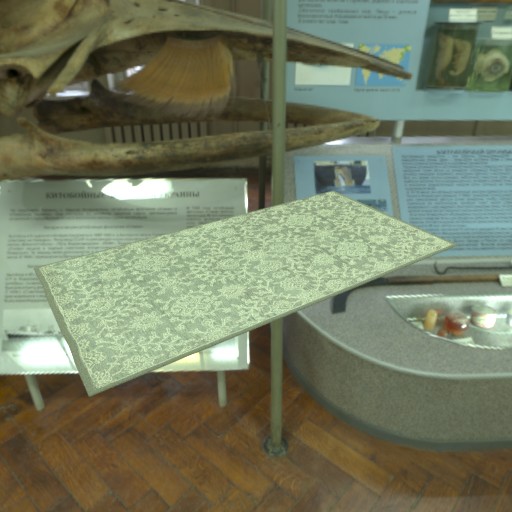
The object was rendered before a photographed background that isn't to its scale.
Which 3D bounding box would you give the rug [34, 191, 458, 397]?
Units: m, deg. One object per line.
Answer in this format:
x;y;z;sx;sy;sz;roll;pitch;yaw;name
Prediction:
0.000;0.000;3.552;3.048;0.011;1.546;-18;33;-29;rug
